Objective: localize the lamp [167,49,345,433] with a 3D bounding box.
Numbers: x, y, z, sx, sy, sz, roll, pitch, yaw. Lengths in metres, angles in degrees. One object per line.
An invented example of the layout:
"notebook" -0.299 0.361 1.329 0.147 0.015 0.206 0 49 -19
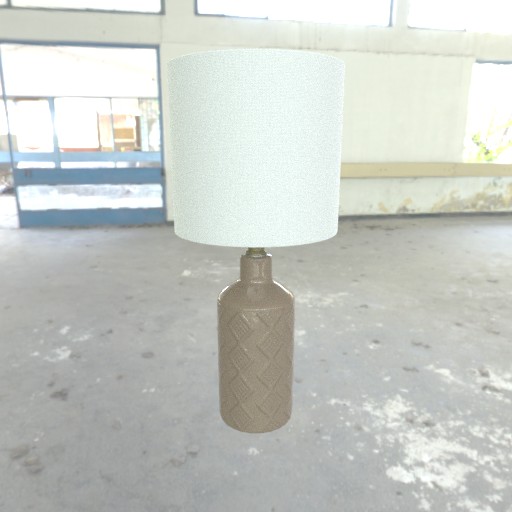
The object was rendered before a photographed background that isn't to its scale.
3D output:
"lamp" 0.000 0.000 0.580 0.207 0.461 0.207 -2 14 -8
